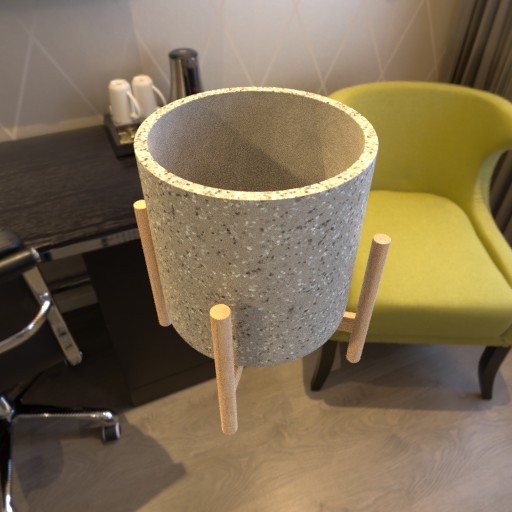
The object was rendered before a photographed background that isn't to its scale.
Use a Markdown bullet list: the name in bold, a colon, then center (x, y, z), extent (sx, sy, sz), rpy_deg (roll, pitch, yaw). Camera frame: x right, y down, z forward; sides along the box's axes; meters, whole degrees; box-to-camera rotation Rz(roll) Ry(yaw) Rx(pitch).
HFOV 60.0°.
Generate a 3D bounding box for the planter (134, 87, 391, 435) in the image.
- **planter**: center (0.000, 0.000, 0.699), extent (0.360, 0.419, 0.360), rpy_deg (26, 48, 26)
